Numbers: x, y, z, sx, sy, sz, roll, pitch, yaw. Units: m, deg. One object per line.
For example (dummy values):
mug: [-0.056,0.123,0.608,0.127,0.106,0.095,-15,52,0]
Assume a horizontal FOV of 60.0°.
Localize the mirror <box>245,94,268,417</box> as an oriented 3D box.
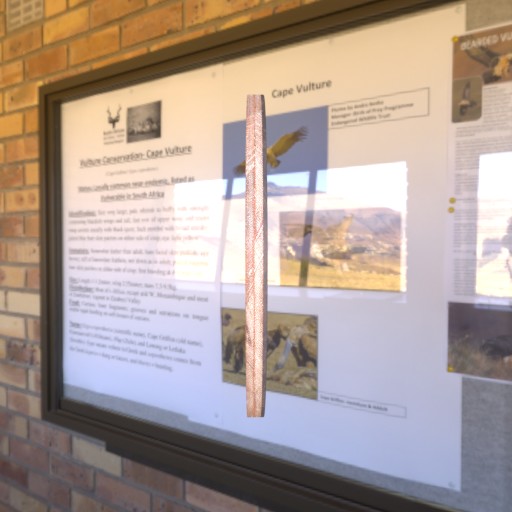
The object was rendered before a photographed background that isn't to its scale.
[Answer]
mirror: [0.000,0.000,1.039,0.038,0.710,0.710,0,1,0]
